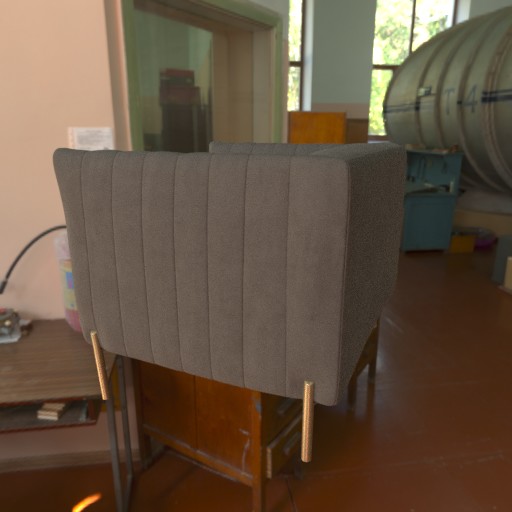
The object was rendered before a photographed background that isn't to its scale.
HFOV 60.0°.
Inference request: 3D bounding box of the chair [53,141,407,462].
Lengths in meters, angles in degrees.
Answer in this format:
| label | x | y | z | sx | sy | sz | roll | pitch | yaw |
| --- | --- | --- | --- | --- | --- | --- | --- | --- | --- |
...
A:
| label | x | y | z | sx | sy | sz | roll | pitch | yaw |
| --- | --- | --- | --- | --- | --- | --- | --- | --- | --- |
| chair | 0.000 | 0.000 | 1.571 | 0.873 | 0.779 | 0.981 | 7 | 17 | 24 |
